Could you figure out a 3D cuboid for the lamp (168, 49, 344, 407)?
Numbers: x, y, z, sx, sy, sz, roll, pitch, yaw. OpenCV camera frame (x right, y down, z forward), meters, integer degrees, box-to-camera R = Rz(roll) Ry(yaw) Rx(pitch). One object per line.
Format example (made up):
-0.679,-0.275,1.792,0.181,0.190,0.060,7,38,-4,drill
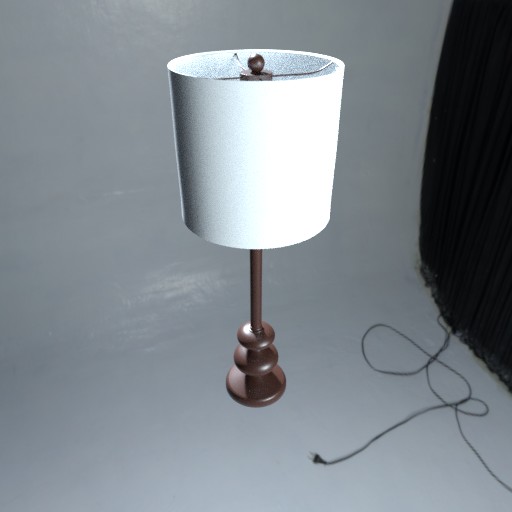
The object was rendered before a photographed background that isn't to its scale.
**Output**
0.000,0.000,0.822,0.254,0.690,0.254,-9,34,-14,lamp
